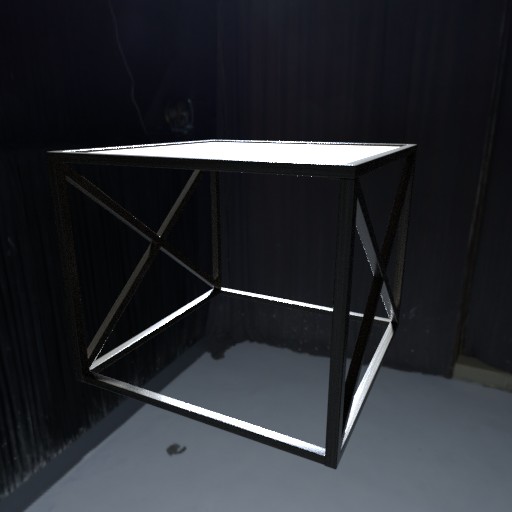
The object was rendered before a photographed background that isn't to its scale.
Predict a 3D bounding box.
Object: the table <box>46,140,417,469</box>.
[{"bbox_3d":[0.000,0.000,1.067,0.609,0.507,0.611,8,19,25],"label":"table"}]
